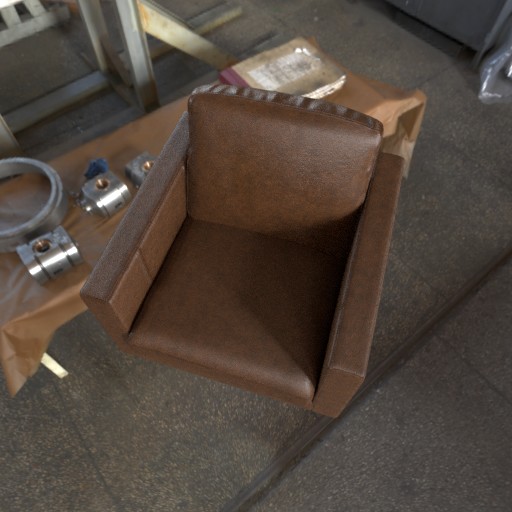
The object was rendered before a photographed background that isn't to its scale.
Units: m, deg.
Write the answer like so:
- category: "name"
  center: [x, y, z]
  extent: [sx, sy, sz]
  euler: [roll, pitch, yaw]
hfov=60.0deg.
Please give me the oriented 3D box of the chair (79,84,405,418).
- category: "chair"
  center: [0.000, 0.000, 1.669]
  extent: [0.890, 0.956, 0.909]
  euler: [15, 60, 9]
